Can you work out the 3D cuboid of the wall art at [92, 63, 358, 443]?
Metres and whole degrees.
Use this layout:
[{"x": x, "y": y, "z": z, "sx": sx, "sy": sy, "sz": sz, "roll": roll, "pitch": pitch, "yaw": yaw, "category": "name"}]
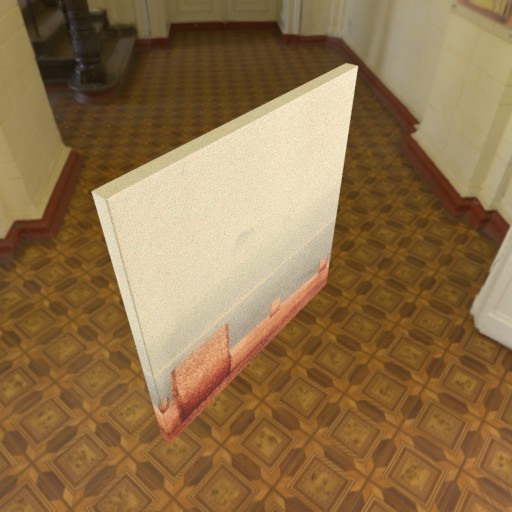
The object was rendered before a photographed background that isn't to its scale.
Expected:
[{"x": 0.000, "y": 0.000, "z": 0.607, "sx": 0.023, "sy": 0.405, "sz": 0.405, "roll": 28, "pitch": 48, "yaw": 28, "category": "wall art"}]
